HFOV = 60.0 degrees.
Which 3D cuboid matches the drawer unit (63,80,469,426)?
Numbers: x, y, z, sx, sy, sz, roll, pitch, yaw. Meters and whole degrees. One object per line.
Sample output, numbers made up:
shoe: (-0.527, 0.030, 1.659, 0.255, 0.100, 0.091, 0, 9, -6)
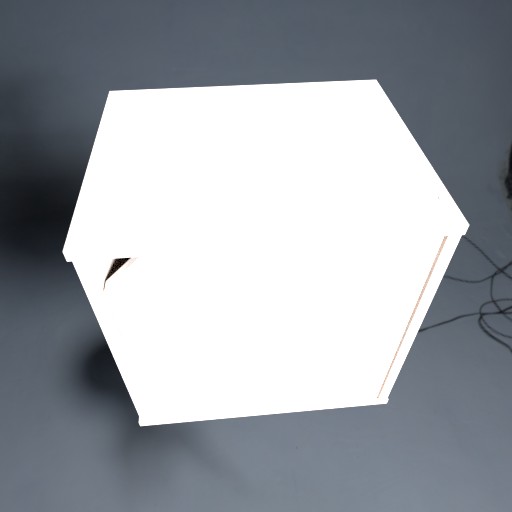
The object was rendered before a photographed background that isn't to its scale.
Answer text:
drawer unit: (0.000, 0.000, 0.602, 0.349, 0.344, 0.290, -4, 46, -4)
